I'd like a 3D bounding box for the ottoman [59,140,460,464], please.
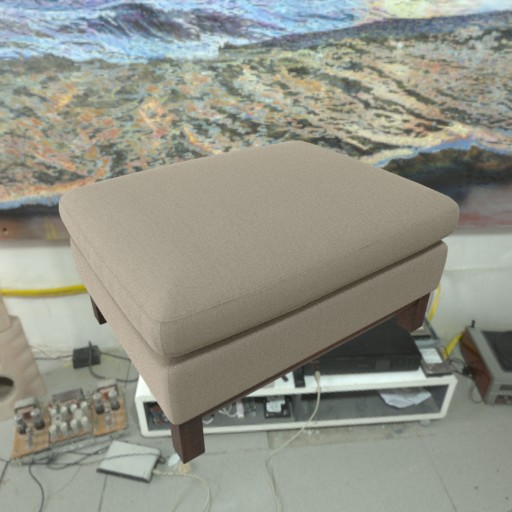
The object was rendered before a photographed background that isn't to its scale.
[{"bbox_3d":[0.000,0.000,1.106,0.771,0.420,0.606,-20,36,-29],"label":"ottoman"}]
